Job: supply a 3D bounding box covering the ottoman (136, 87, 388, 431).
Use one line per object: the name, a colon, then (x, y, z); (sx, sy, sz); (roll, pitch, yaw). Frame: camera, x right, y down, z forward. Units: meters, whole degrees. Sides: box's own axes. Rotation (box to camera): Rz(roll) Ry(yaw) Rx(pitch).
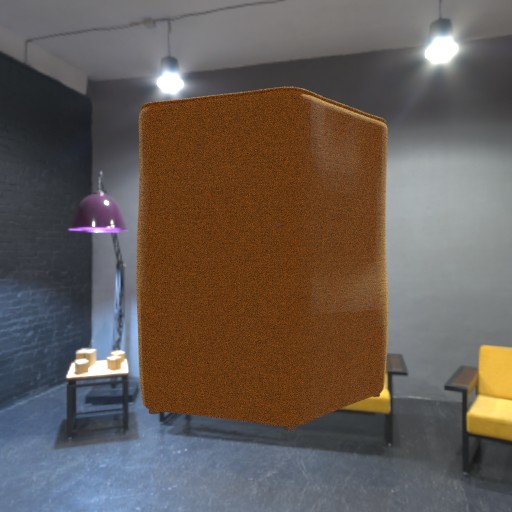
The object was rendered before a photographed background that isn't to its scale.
ottoman: (0.000, 0.000, 0.864); (0.494, 0.502, 0.443); (0, 0, 17)
